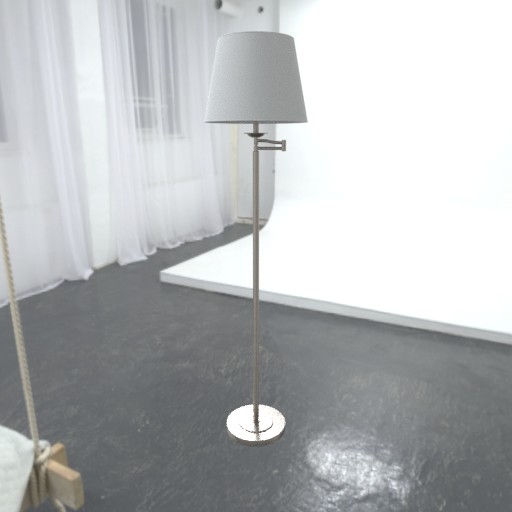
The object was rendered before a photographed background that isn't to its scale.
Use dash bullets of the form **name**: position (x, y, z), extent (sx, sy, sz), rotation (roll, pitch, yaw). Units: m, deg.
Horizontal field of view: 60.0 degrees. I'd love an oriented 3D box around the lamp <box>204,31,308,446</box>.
- **lamp**: position (0.000, 0.000, 1.651), extent (0.355, 1.473, 0.355), rotation (0, 15, 0)
